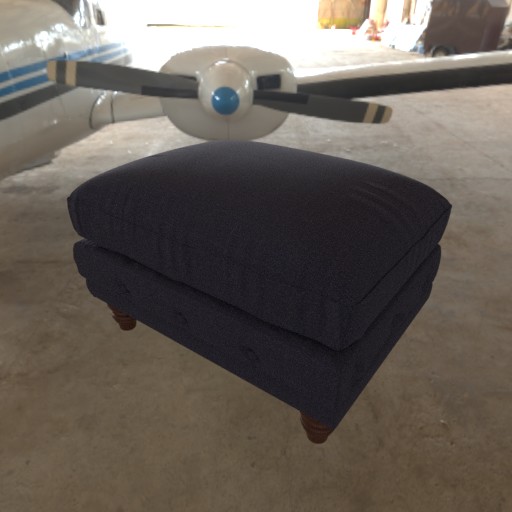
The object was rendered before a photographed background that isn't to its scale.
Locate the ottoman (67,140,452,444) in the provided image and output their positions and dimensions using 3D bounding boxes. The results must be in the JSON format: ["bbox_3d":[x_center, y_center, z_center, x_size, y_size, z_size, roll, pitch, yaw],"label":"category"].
[{"bbox_3d":[0.000,0.000,1.123,0.767,0.486,0.558,20,35,31],"label":"ottoman"}]
